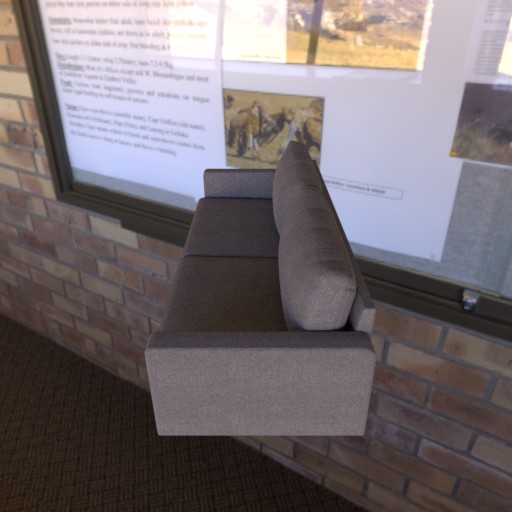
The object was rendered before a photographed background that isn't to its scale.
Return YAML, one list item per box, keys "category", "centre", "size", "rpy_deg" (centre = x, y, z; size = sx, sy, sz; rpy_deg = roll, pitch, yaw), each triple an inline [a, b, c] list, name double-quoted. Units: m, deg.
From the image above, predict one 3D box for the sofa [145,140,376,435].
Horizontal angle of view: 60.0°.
- category: "sofa"
  centre: [0.000, 0.000, 2.583]
  size: [0.880, 0.880, 2.100]
  rpy_deg: [0, 29, 0]
